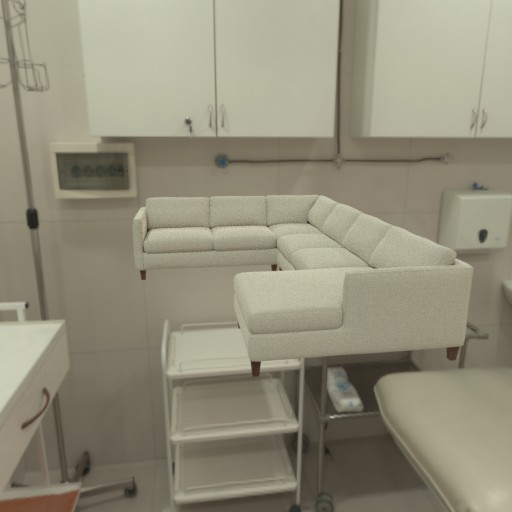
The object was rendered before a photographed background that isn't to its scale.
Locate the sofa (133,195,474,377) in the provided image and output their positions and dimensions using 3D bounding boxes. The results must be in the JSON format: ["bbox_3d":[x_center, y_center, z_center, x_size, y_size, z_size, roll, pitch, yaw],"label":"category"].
[{"bbox_3d":[0.000,0.000,4.412,2.551,0.853,3.238,-2,15,-9],"label":"sofa"}]
